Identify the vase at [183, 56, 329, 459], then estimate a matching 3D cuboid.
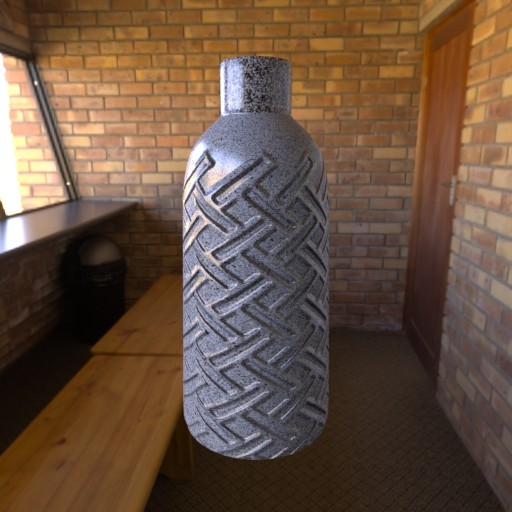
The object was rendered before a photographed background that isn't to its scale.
[{"bbox_3d":[0.000,0.000,0.348,0.122,0.282,0.122,0,13,0],"label":"vase"}]
